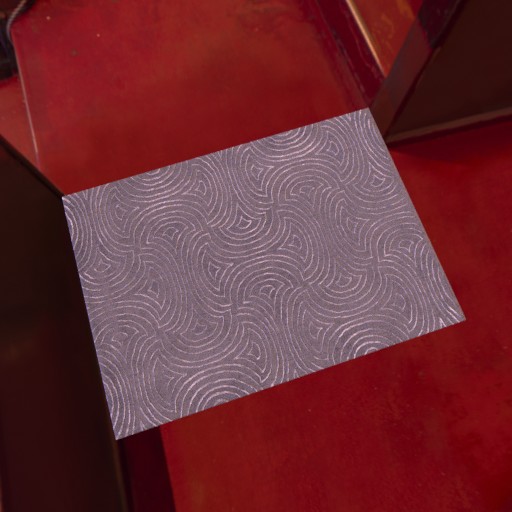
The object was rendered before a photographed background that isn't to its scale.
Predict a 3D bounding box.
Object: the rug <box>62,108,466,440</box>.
[{"bbox_3d":[0.000,0.000,2.766,2.144,0.015,1.543,-17,74,-5],"label":"rug"}]
